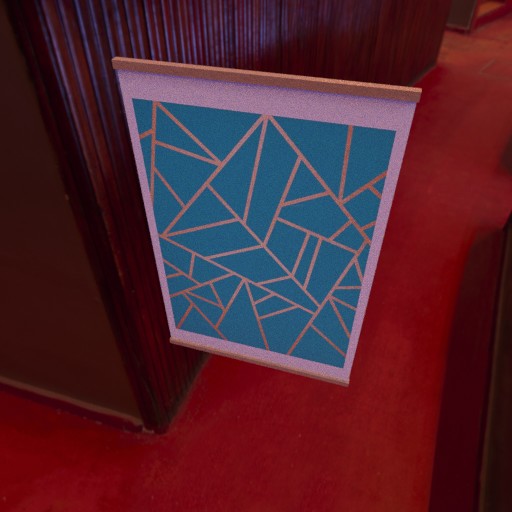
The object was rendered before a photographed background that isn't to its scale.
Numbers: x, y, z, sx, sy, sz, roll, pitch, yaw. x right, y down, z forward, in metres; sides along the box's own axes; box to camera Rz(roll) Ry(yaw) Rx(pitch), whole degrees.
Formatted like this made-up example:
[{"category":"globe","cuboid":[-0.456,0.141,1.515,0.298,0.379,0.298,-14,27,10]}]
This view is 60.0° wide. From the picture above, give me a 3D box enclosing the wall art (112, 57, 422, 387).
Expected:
[{"category":"wall art","cuboid":[0.000,0.000,1.881,0.990,1.519,0.030,11,43,12]}]
